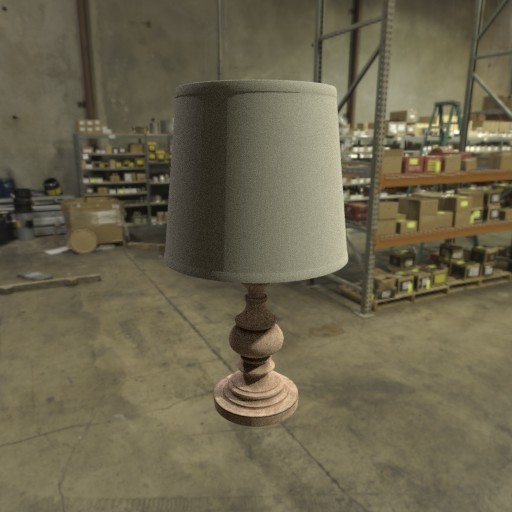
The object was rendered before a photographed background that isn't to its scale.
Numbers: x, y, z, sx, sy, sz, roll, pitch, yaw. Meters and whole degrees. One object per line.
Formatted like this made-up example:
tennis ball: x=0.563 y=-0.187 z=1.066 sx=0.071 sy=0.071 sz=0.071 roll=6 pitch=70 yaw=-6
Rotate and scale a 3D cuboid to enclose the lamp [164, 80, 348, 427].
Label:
lamp: x=0.000 y=0.000 z=0.670 sx=0.273 sy=0.497 sz=0.273 roll=0 pitch=15 yaw=0
